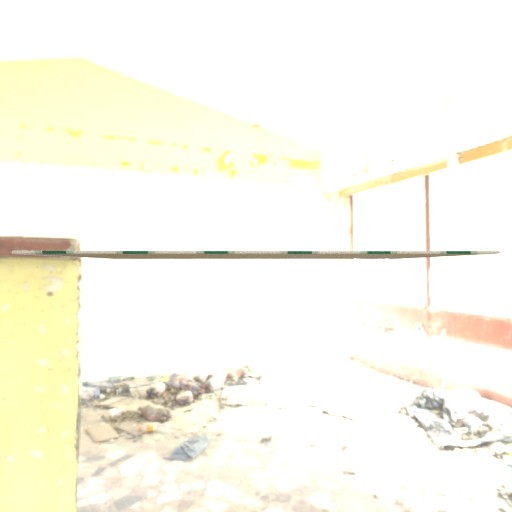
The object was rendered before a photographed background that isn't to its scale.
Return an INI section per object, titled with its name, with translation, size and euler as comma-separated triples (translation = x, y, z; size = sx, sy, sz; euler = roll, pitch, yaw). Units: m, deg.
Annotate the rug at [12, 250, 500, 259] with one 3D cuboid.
[rug]
translation = 0.000, 0.000, 2.257
size = 1.829, 0.012, 1.210
euler = 0, -1, 0
